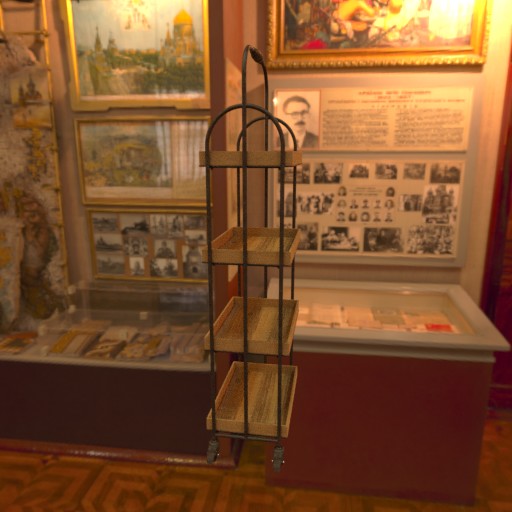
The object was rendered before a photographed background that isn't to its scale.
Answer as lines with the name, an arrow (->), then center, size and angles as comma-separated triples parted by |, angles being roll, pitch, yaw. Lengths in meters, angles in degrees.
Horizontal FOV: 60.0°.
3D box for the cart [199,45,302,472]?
cart -> 0.000, 0.000, 1.715 | 0.308, 1.481, 0.581 | 2, 13, 9
